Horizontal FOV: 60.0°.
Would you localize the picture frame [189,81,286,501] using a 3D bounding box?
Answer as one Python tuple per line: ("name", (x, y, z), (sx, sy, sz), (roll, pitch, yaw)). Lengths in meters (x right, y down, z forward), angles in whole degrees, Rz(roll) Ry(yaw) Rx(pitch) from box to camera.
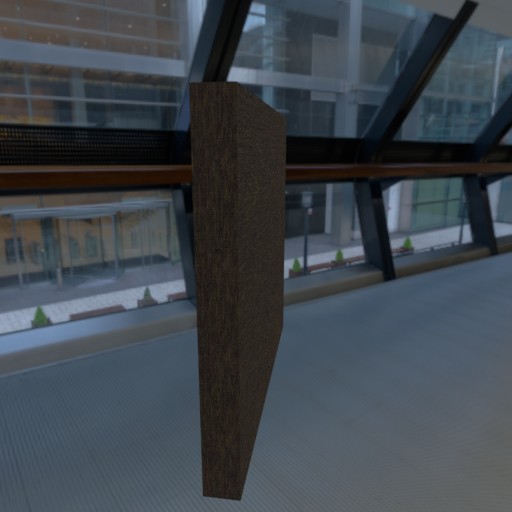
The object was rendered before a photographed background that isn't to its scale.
("picture frame", (0.000, 0.000, 0.516), (0.033, 0.330, 0.378), (2, 14, 9))
